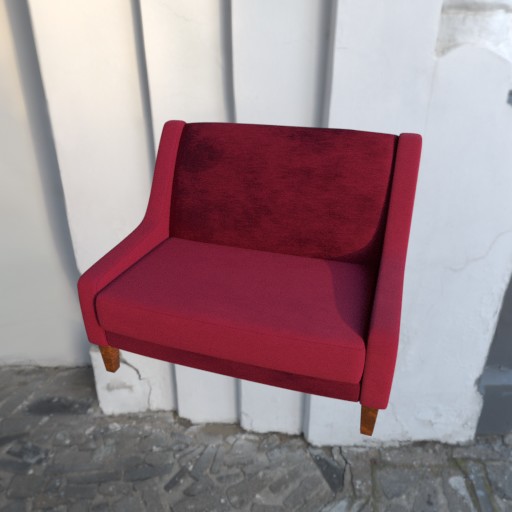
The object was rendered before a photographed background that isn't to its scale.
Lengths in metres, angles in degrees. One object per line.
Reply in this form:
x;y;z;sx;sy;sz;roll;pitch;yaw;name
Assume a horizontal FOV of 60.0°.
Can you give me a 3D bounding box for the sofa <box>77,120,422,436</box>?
0.000;0.000;1.930;1.242;0.976;0.946;8;27;16;sofa
